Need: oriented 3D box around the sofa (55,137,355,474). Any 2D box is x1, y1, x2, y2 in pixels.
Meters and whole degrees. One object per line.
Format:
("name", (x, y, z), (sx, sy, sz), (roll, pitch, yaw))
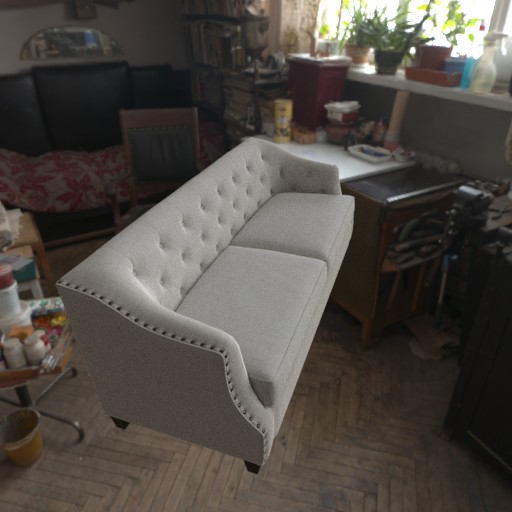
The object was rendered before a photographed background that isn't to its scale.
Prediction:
("sofa", (0.000, 0.000, 2.736), (0.914, 0.901, 2.235), (10, 32, 17))
